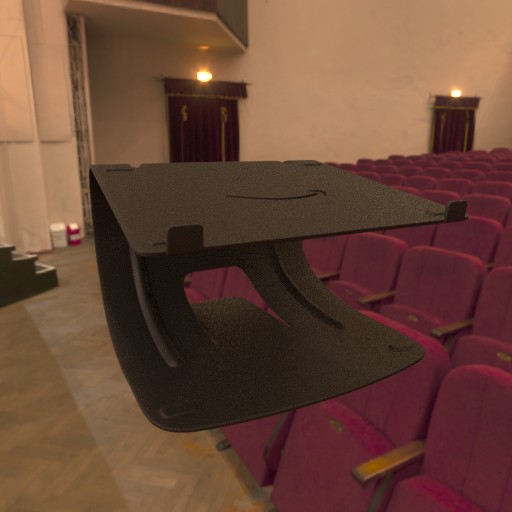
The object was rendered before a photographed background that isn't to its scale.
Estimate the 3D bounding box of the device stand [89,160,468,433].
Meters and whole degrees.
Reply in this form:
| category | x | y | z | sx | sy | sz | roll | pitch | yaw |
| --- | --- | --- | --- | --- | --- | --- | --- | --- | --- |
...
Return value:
| category | x | y | z | sx | sy | sz | roll | pitch | yaw |
| --- | --- | --- | --- | --- | --- | --- | --- | --- | --- |
| device stand | 0.000 | 0.000 | 0.388 | 0.256 | 0.155 | 0.236 | -8 | 16 | -27 |
